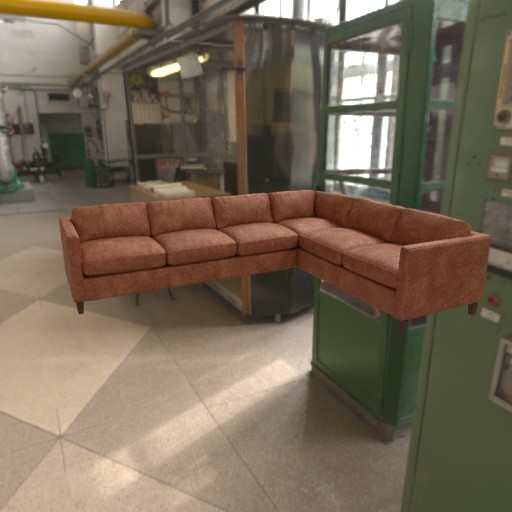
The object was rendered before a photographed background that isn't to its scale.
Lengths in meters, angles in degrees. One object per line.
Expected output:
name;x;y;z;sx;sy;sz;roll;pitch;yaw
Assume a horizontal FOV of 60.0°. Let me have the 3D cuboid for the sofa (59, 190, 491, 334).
sofa;0.000;0.000;4.088;3.167;0.838;2.438;-8;18;-25
